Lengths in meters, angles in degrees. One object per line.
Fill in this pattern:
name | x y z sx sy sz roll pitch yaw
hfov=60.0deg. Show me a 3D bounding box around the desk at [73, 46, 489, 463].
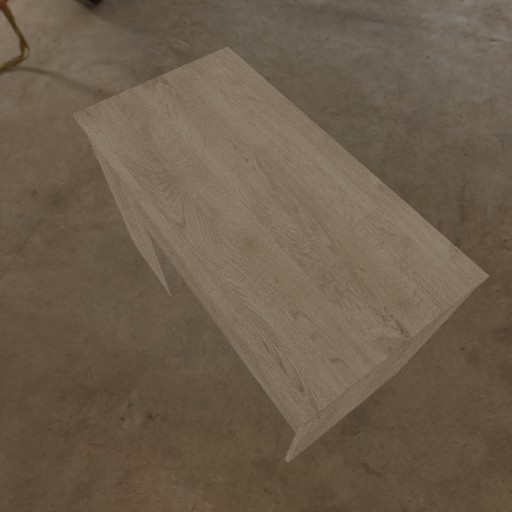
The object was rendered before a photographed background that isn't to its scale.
desk | 0.000 0.000 1.495 0.560 0.730 1.096 -32 64 -18
